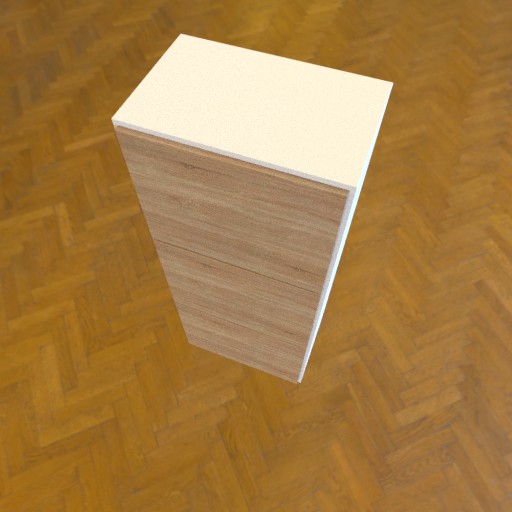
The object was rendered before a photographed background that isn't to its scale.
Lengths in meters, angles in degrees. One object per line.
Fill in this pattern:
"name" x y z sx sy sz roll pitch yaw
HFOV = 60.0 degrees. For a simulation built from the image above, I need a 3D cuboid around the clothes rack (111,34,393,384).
"clothes rack" 0.000 0.000 1.408 0.500 1.187 0.331 18 60 11
